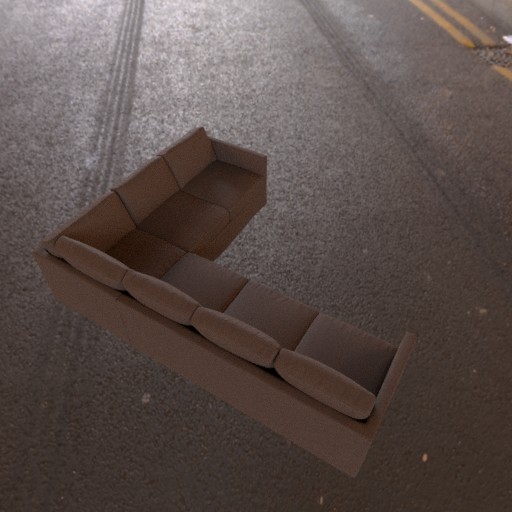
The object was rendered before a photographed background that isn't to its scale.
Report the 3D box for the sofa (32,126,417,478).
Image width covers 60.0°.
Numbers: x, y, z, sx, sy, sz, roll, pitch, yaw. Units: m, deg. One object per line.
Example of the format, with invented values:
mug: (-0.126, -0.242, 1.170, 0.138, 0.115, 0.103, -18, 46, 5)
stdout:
sofa: (0.000, 0.000, 4.207, 3.182, 0.871, 2.432, 24, 50, 21)
